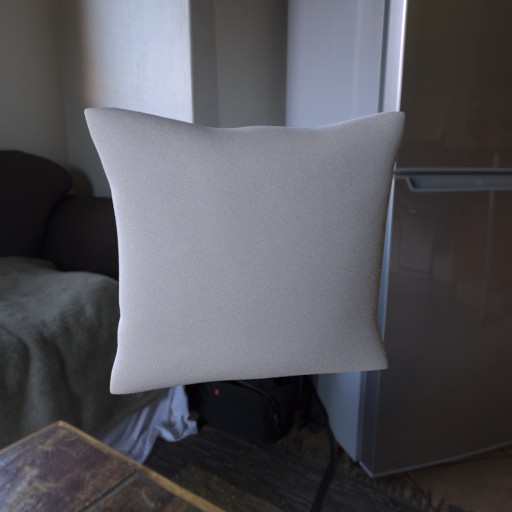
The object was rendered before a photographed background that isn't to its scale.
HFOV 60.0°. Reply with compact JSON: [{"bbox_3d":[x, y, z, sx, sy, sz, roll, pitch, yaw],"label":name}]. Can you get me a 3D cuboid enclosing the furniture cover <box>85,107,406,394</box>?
[{"bbox_3d":[0.000,0.000,0.807,0.552,0.509,0.193,-2,14,-9],"label":"furniture cover"}]
